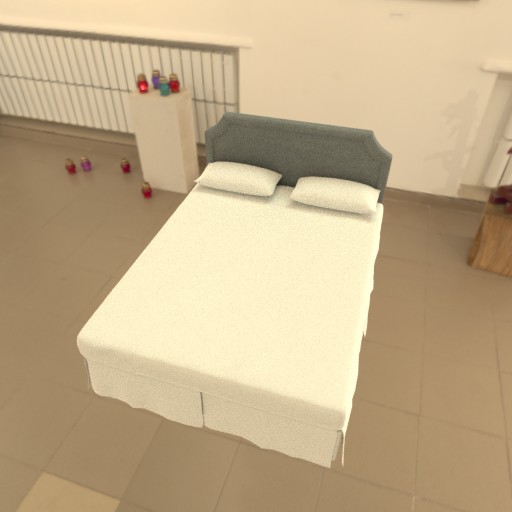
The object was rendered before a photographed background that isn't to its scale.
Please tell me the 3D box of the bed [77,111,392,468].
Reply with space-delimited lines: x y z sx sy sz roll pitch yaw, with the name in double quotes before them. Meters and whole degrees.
"bed" 0.000 0.000 3.627 1.977 1.306 2.464 12 42 13
